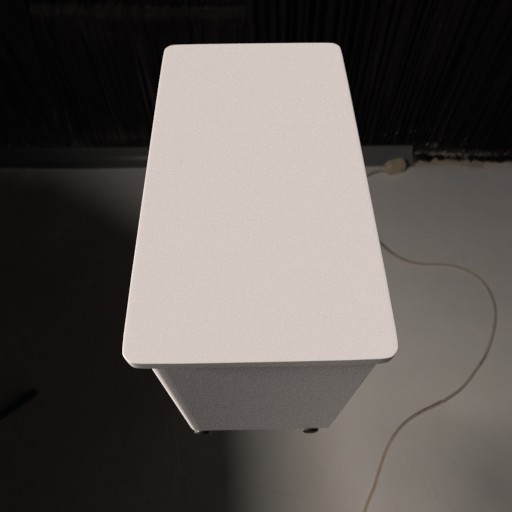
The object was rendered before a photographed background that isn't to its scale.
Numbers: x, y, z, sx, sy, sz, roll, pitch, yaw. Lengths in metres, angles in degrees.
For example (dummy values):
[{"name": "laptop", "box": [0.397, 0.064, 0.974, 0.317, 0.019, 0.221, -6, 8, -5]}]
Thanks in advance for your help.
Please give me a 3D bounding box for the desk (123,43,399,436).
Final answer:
[{"name": "desk", "box": [0.000, 0.000, 1.292, 0.475, 0.763, 0.877, -1, 59, -1]}]
